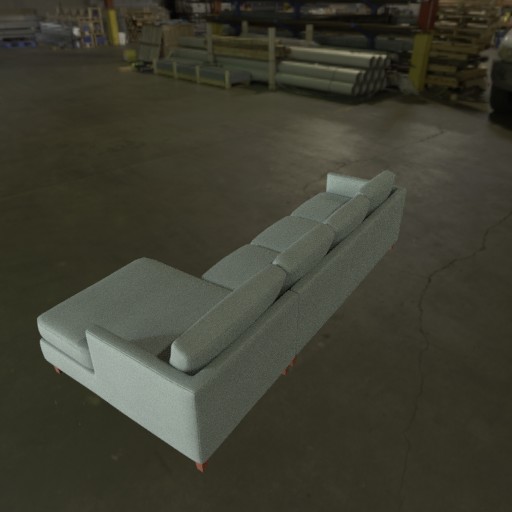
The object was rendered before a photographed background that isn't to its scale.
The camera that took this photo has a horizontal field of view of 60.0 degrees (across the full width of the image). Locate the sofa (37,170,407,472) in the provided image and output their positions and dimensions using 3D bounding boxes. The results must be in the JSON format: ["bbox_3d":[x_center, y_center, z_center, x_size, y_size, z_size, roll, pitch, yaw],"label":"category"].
[{"bbox_3d":[0.000,0.000,4.029,1.604,0.950,3.471,19,36,29],"label":"sofa"}]
